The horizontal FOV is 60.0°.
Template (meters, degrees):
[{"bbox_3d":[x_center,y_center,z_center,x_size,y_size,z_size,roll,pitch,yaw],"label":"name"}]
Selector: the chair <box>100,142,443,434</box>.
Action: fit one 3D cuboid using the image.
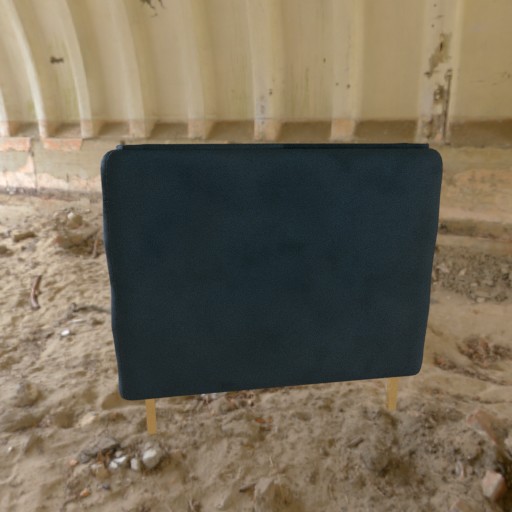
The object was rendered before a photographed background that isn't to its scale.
[{"bbox_3d":[0.000,0.000,1.535,0.868,0.771,0.877,-2,15,-9],"label":"chair"}]
